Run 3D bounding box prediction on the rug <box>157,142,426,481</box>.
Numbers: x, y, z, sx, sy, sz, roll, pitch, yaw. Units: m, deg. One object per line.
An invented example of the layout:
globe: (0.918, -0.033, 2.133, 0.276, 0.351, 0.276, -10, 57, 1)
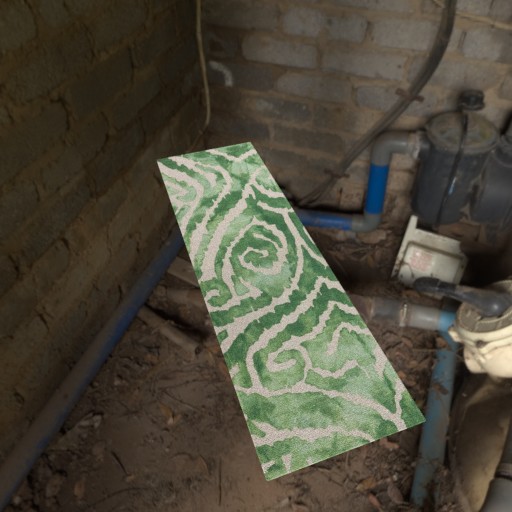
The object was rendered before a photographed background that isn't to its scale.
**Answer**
rug: (0.000, 0.000, 2.696, 0.761, 0.006, 2.438, -14, 48, -13)
